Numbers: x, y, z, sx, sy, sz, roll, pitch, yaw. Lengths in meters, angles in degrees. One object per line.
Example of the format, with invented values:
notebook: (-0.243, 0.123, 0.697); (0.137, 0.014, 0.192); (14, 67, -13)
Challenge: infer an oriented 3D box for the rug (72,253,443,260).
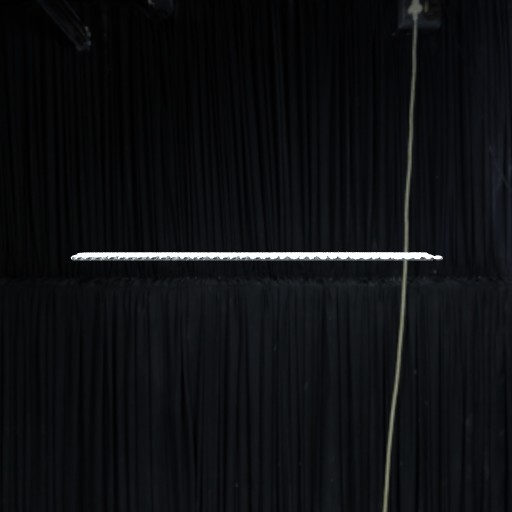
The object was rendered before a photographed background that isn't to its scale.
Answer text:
rug: (0.000, 0.000, 2.892); (1.494, 0.031, 2.307); (0, 0, 1)
